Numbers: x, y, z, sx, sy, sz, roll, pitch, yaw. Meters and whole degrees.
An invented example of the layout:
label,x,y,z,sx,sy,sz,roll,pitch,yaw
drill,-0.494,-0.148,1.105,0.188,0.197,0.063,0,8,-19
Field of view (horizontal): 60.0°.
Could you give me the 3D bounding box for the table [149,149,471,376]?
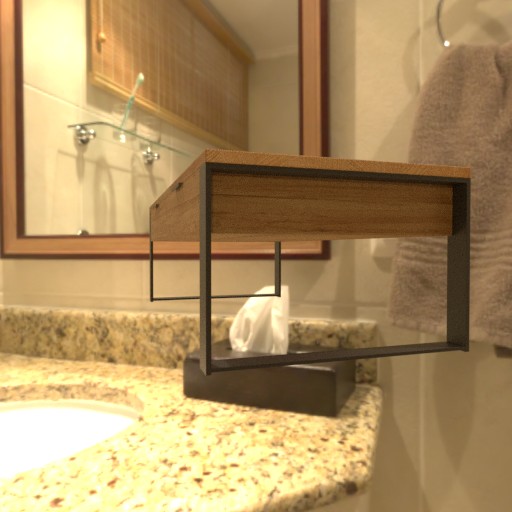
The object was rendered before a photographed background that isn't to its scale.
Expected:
label,x,y,z,sx,sy,sz,roll,pitch,yaw
table,0.000,0.000,1.429,0.590,0.400,1.180,0,1,-18
